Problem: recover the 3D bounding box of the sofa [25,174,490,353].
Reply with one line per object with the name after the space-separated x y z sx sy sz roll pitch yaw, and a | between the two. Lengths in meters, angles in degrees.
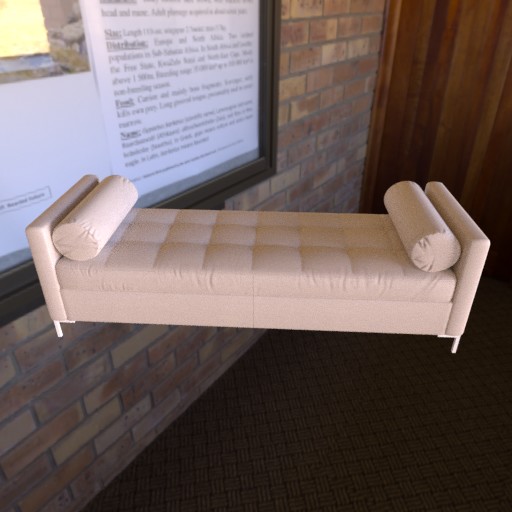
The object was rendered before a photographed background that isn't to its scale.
0.000 0.000 2.311 1.981 0.635 0.686 2 30 3 | sofa
